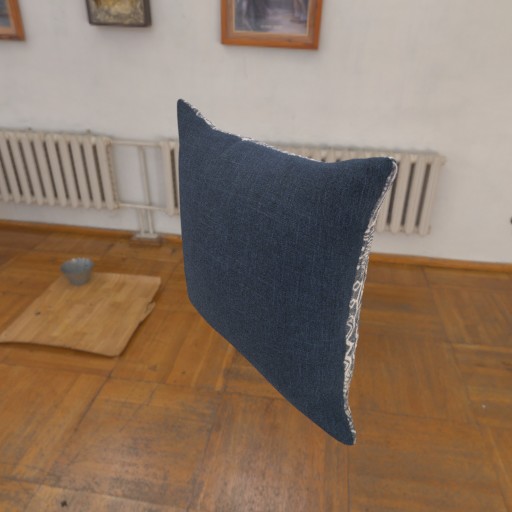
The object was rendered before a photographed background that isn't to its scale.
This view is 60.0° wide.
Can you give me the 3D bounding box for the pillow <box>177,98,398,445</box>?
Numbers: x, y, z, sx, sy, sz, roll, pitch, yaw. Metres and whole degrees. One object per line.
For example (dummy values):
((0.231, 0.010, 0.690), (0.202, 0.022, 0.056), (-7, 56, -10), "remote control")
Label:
((0.000, 0.000, 0.810), (0.180, 0.487, 0.546), (-19, 33, -31), "pillow")
